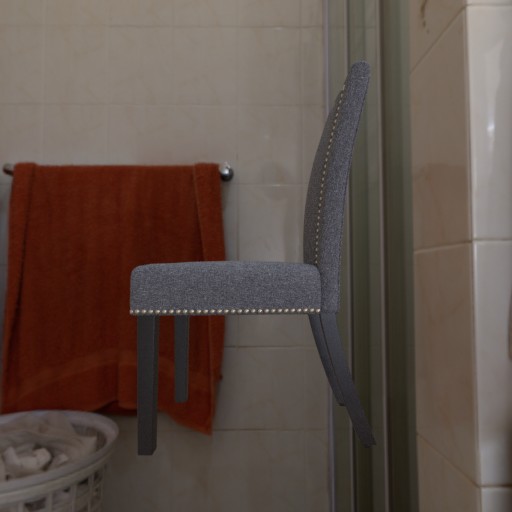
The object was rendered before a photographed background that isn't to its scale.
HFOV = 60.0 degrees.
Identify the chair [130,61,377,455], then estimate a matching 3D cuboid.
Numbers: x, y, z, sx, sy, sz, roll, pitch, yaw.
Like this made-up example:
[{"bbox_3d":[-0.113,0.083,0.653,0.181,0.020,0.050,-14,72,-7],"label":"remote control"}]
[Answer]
[{"bbox_3d":[0.000,0.000,1.277,0.589,0.946,0.518,0,-2,1],"label":"chair"}]
